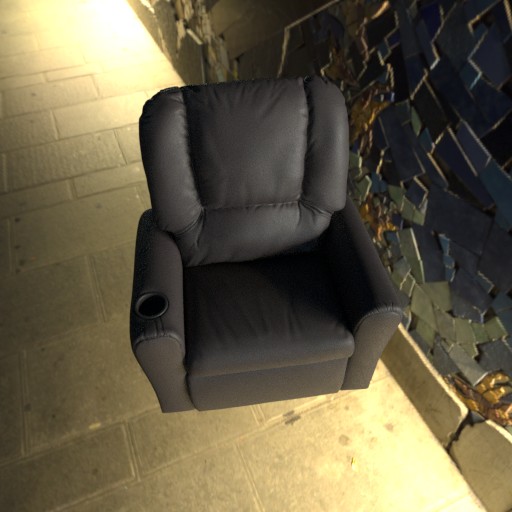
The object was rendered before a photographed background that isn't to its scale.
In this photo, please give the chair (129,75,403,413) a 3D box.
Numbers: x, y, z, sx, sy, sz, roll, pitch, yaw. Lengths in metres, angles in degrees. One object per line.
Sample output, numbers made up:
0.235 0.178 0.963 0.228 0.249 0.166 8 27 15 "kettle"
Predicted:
0.000 0.000 1.115 0.610 0.709 0.521 -6 47 -5 "chair"
